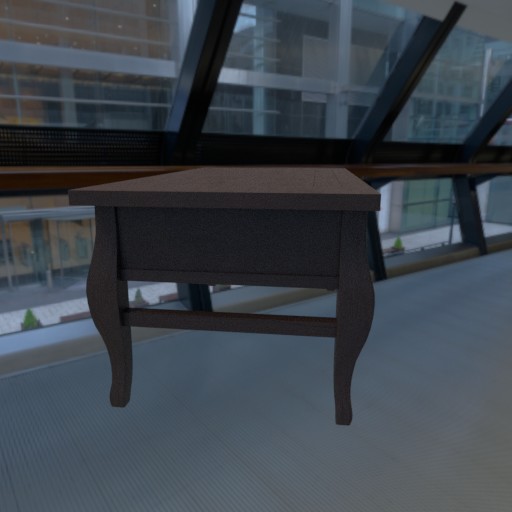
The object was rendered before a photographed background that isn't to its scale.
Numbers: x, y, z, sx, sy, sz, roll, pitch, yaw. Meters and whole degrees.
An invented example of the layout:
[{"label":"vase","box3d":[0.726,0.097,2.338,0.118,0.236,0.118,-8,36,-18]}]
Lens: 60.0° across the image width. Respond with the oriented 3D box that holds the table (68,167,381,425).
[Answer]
[{"label":"table","box3d":[0.000,0.000,1.378,0.600,0.494,1.062,2,14,7]}]
